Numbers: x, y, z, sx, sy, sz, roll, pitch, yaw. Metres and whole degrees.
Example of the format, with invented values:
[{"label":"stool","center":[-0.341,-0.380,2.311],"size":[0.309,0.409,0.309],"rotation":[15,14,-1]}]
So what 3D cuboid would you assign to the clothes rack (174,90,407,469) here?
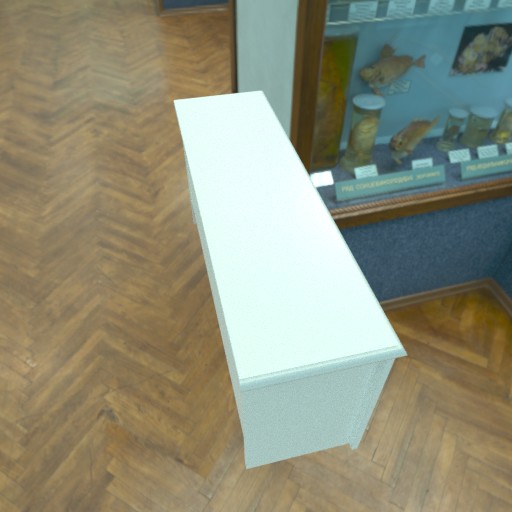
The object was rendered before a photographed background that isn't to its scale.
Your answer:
[{"label":"clothes rack","center":[0.000,0.000,1.376],"size":[0.324,0.531,1.120],"rotation":[-10,47,-9]}]
